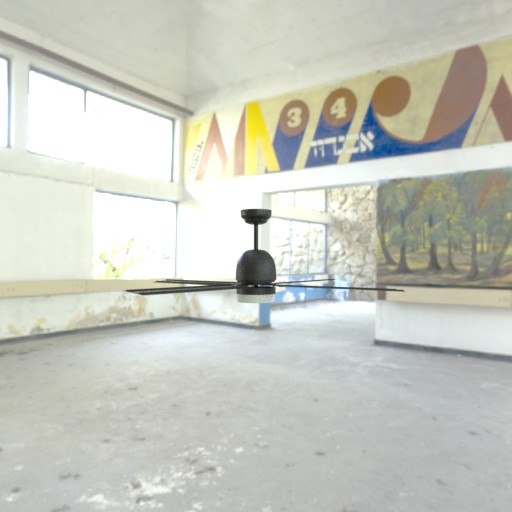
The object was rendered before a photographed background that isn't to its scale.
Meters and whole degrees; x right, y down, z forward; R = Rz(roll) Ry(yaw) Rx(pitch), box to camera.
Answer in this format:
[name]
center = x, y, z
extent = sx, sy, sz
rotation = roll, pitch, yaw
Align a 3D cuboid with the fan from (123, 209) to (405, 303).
[fan]
center = 0.000, 0.000, 1.995
extent = 1.319, 0.410, 1.319
rotation = -1, -1, 37
